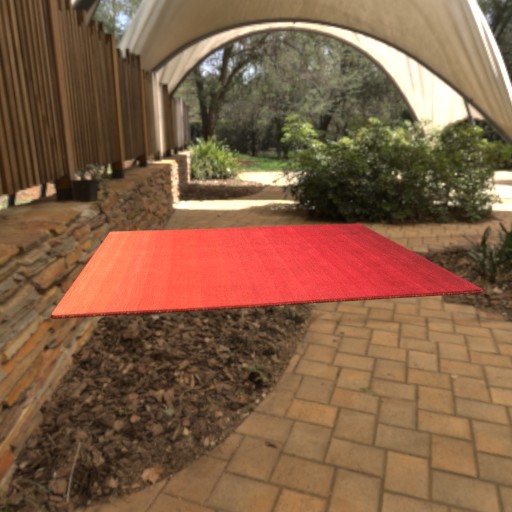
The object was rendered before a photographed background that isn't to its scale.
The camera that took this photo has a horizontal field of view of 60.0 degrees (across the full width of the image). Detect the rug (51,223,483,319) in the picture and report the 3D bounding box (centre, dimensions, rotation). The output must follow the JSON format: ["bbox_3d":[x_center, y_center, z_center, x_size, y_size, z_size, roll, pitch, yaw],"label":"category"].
[{"bbox_3d":[0.000,0.000,4.000,2.905,0.028,2.340,-2,16,-9],"label":"rug"}]
